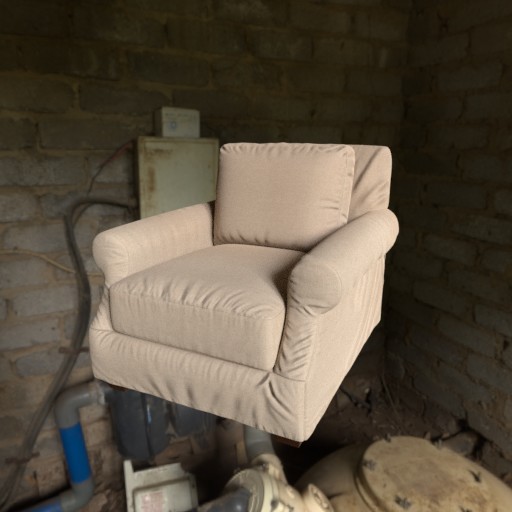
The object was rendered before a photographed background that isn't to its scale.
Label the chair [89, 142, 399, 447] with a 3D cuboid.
[{"bbox_3d":[0.000,0.000,1.754,0.940,0.866,1.066,7,17,25],"label":"chair"}]
